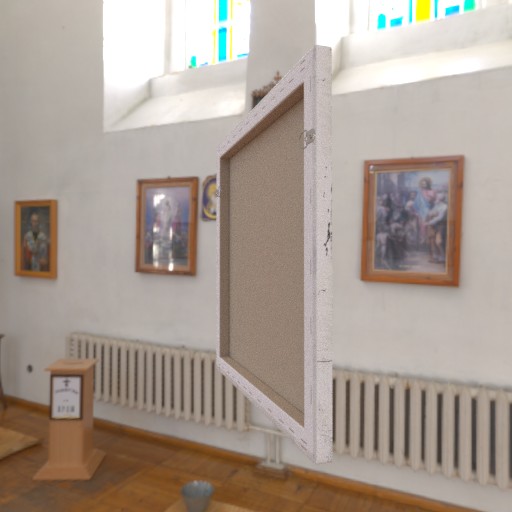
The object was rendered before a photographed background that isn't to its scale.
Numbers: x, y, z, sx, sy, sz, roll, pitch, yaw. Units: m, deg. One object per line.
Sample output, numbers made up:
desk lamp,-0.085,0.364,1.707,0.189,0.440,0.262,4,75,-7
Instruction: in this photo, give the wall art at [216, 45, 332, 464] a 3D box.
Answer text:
wall art,0.000,0.000,1.162,0.038,0.762,0.762,0,-1,-19
